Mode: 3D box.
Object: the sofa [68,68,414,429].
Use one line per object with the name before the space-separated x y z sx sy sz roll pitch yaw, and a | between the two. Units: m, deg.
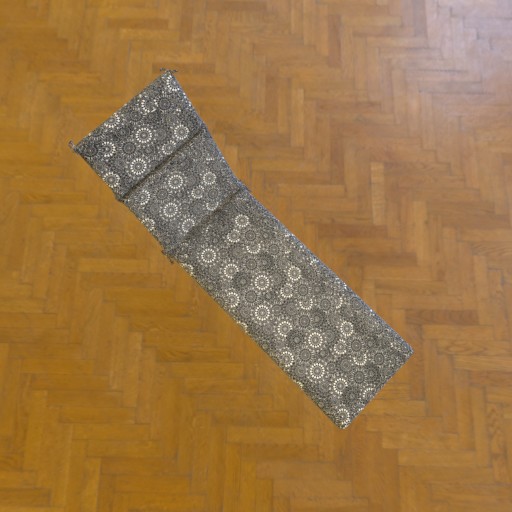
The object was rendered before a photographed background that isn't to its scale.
sofa | 0.000 0.000 1.982 0.582 0.622 1.663 -44 80 -10
